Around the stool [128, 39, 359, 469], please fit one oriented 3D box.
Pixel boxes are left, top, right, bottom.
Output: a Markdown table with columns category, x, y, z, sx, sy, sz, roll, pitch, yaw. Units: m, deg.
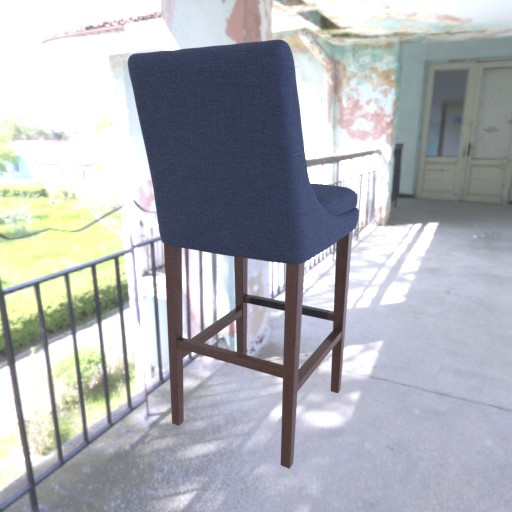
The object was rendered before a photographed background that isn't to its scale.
| category | x | y | z | sx | sy | sz | roll | pitch | yaw |
| --- | --- | --- | --- | --- | --- | --- | --- | --- | --- |
| stool | 0.000 | 0.000 | 1.326 | 0.470 | 1.078 | 0.577 | 9 | 19 | 27 |
